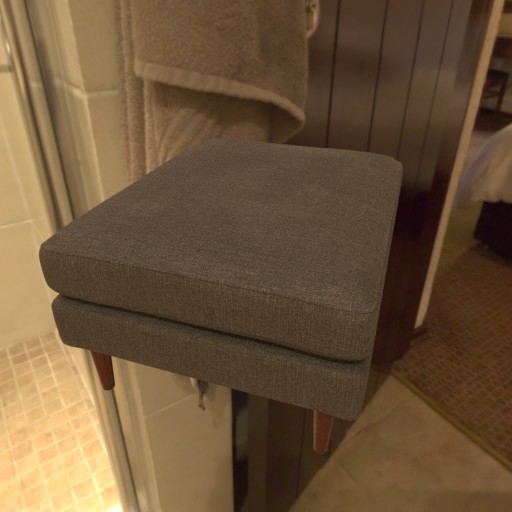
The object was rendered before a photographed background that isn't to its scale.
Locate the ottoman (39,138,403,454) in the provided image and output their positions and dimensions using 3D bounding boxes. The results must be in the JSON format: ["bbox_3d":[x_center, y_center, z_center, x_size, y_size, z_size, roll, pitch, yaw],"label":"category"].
[{"bbox_3d":[0.000,0.000,1.221,0.693,0.474,0.821,10,32,16],"label":"ottoman"}]
